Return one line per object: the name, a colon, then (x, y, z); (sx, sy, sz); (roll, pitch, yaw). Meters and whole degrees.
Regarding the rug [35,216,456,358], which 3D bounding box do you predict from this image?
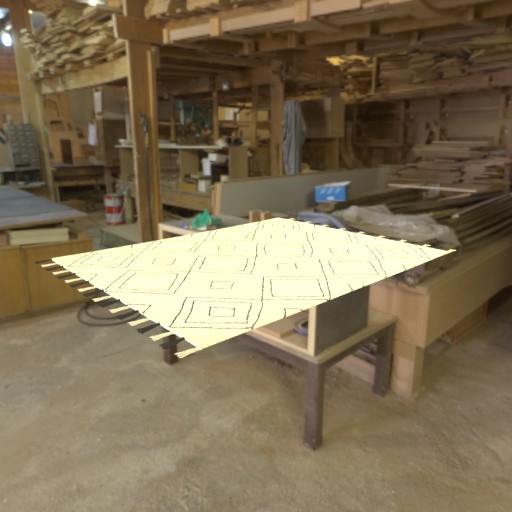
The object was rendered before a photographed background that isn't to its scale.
rug: (0.000, 0.000, 4.154); (3.221, 0.026, 2.342); (-14, 21, -40)
